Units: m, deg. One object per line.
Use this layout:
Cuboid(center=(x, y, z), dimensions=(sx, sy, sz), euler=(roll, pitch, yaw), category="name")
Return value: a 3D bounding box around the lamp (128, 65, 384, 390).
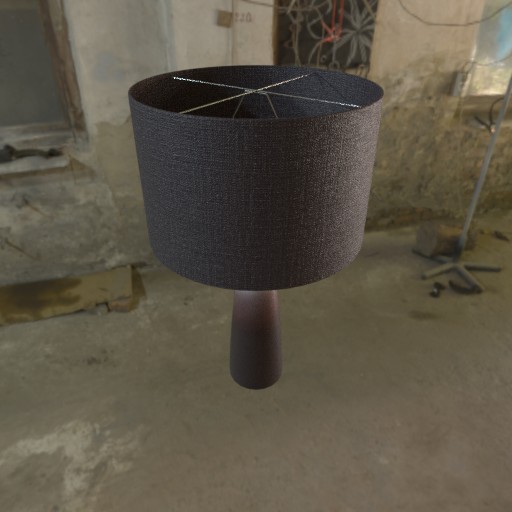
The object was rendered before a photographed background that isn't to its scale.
Cuboid(center=(0.000, 0.000, 0.668), dimensions=(0.303, 0.488, 0.303), euler=(0, 32, 0), category="lamp")
